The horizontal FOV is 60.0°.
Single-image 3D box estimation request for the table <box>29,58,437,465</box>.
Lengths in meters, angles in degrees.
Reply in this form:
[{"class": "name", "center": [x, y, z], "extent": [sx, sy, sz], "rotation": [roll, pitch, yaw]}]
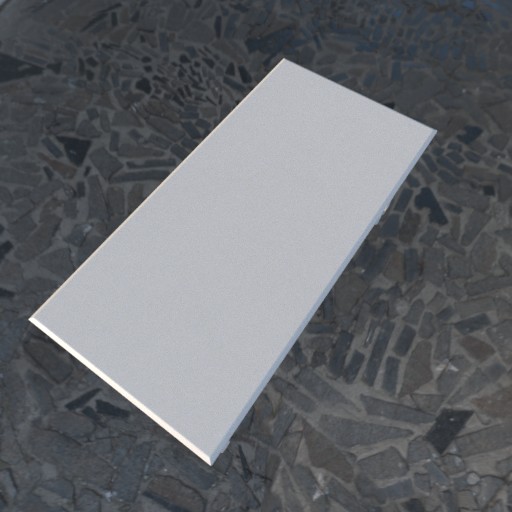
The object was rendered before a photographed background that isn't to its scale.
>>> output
[{"class": "table", "center": [0.000, 0.000, 1.413], "extent": [0.551, 0.506, 1.109], "rotation": [32, 67, 15]}]
